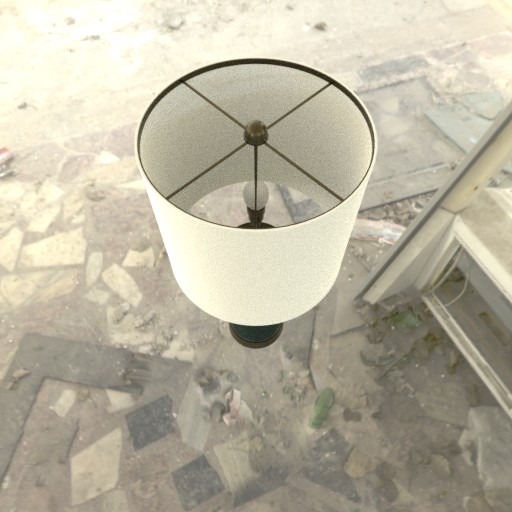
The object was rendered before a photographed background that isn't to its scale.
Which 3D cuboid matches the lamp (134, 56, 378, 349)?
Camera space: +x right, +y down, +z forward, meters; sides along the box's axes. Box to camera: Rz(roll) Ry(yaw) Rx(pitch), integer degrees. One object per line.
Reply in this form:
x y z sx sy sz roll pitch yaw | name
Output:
0.000 0.000 0.811 0.301 0.630 0.301 1 59 0 | lamp
